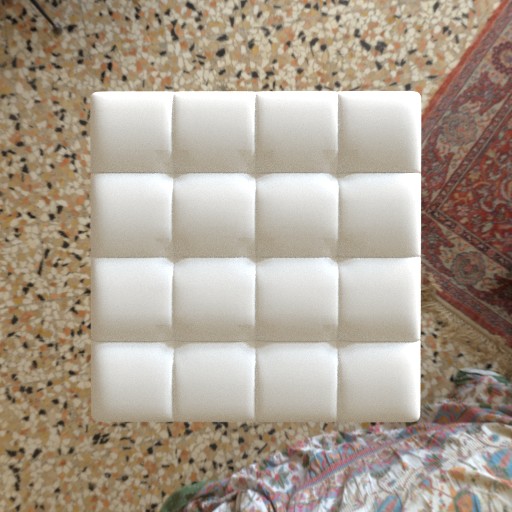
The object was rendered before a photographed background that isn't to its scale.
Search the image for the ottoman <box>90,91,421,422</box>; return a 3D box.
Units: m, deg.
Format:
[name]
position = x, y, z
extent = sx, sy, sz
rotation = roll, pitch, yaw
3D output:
[ottoman]
position = 0.000, 0.000, 0.763
extent = 0.425, 0.432, 0.425
rotation = 0, 90, 0
